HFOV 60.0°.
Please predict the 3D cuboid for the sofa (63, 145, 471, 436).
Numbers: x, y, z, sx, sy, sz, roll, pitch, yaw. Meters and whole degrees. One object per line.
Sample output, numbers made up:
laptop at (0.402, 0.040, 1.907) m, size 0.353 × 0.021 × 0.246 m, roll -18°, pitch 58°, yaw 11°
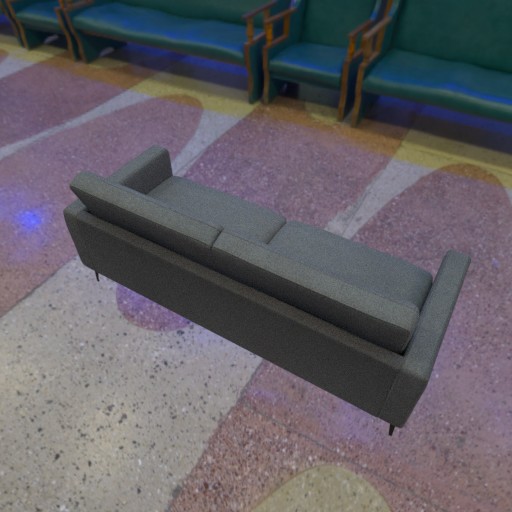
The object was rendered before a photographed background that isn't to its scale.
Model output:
sofa at (0.000, 0.000, 2.311) m, size 1.925 × 0.828 × 0.774 m, roll 23°, pitch 50°, yaw 21°
